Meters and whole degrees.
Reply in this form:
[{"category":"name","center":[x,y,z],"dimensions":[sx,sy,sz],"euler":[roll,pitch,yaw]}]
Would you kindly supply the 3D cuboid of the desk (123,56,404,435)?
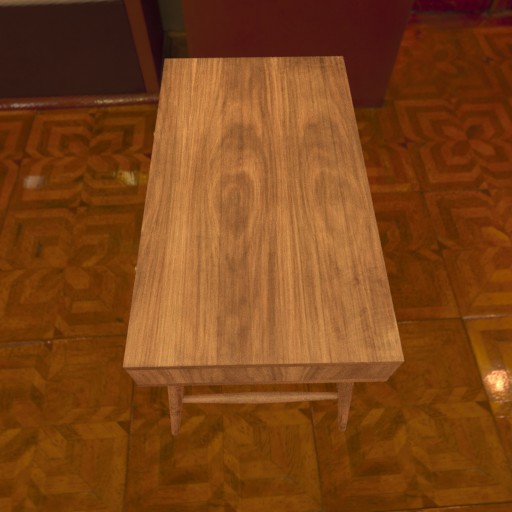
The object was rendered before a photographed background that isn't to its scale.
[{"category":"desk","center":[0.000,0.000,1.421],"dimensions":[0.588,0.758,0.949],"euler":[-1,59,-1]}]
